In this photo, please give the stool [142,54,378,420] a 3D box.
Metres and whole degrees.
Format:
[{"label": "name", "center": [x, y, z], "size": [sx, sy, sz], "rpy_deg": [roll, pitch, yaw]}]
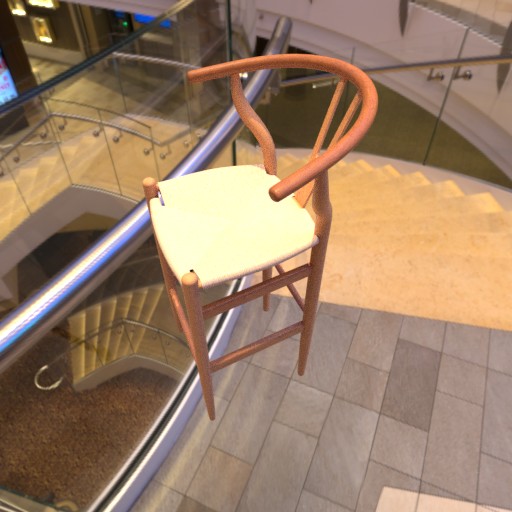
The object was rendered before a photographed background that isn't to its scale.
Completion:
[{"label": "stool", "center": [0.000, 0.000, 1.371], "size": [0.561, 1.068, 0.574], "rpy_deg": [-17, 49, -16]}]
